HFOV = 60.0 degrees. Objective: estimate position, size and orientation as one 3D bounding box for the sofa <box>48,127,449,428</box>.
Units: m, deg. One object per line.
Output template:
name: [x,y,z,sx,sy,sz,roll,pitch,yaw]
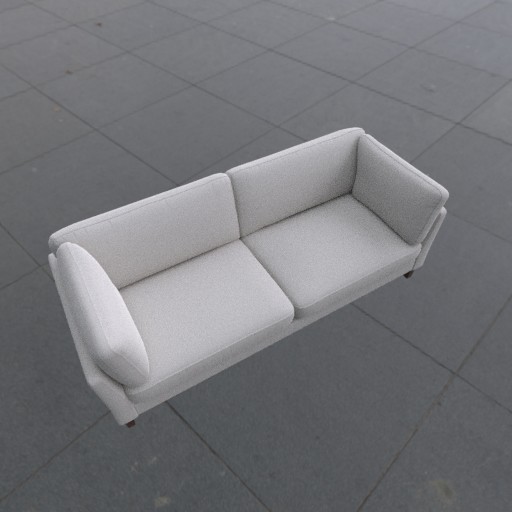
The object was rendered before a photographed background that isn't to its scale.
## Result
sofa: [0.000,0.000,2.799,2.301,0.863,0.957,-24,51,-21]
